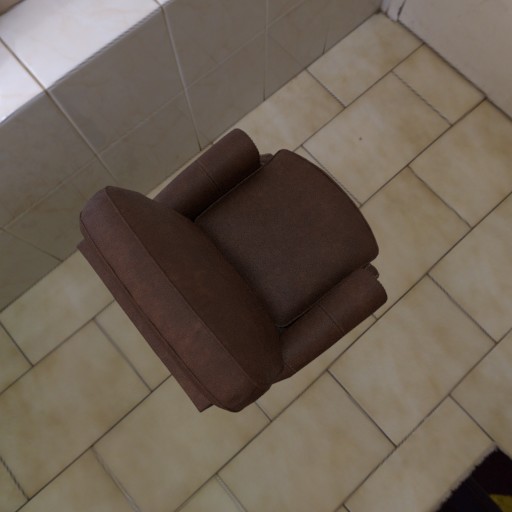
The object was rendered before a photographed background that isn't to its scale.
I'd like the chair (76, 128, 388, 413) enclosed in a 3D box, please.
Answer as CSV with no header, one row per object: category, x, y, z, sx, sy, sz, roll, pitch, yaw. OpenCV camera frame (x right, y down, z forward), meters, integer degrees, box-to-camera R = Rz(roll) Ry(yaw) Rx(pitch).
chair,0.000,0.000,1.802,0.986,1.018,0.936,-38,79,-9
